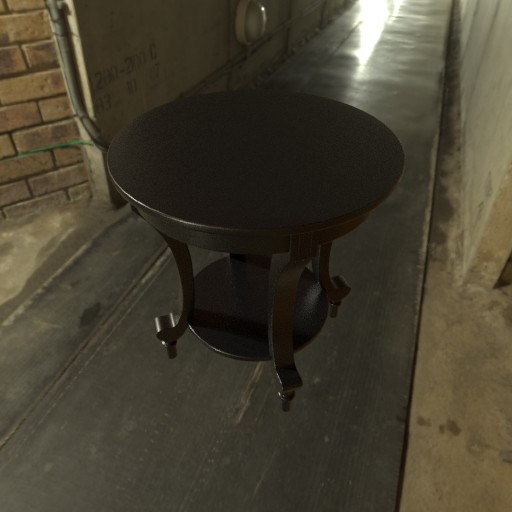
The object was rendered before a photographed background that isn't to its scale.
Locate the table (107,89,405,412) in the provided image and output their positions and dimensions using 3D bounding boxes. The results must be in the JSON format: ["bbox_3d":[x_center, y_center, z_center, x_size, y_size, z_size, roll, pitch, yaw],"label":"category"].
[{"bbox_3d":[0.000,0.000,1.112,0.597,0.618,0.597,0,40,0],"label":"table"}]
